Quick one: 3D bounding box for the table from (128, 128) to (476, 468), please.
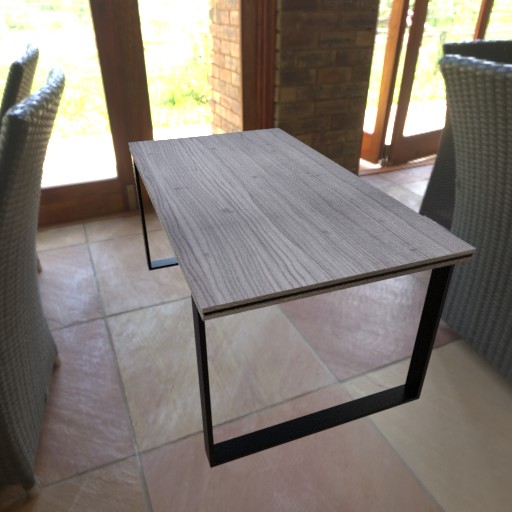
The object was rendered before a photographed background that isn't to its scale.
[{"bbox_3d":[0.000,0.000,2.075,0.881,0.736,1.579,-11,32,-18],"label":"table"}]
